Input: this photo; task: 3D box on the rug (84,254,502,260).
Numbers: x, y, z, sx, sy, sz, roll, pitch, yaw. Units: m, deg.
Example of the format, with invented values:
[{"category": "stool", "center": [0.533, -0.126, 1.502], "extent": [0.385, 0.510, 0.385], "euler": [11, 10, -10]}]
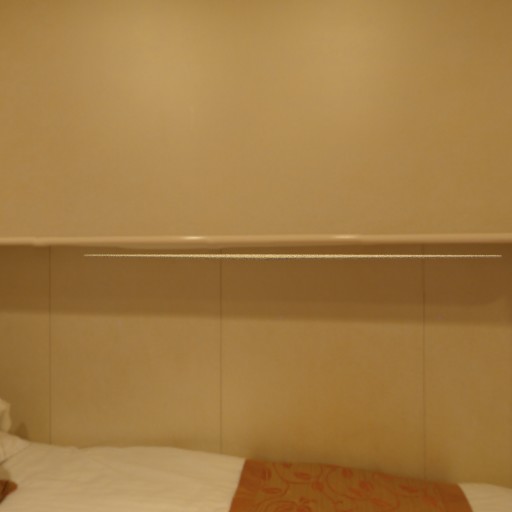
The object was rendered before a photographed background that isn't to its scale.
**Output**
[{"category": "rug", "center": [0.000, 0.000, 2.236], "extent": [1.219, 0.010, 1.829], "euler": [0, 0, -35]}]
